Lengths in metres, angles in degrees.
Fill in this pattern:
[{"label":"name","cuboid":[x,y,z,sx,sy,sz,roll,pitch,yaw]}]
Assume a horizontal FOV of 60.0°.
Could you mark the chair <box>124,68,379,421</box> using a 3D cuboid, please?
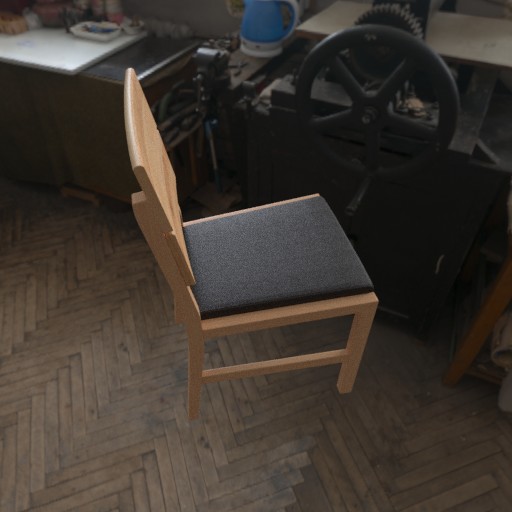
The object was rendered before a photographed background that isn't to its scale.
[{"label":"chair","cuboid":[0.000,0.000,1.269,0.560,0.950,0.475,-10,46,-9]}]
